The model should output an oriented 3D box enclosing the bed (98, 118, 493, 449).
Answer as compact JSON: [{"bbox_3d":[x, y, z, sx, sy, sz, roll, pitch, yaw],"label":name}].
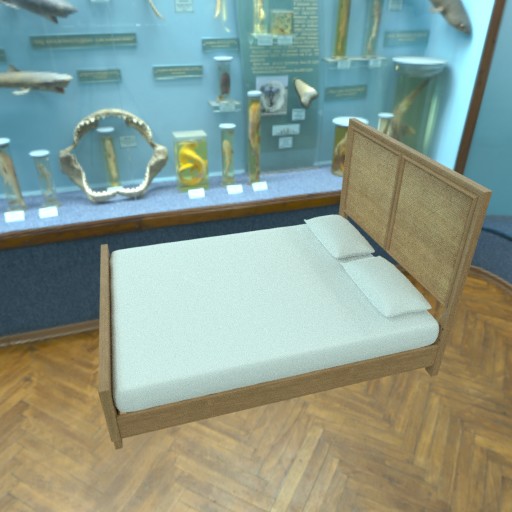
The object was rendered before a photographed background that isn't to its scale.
[{"bbox_3d":[0.000,0.000,3.144,2.184,1.387,1.606,-9,32,-14],"label":"bed"}]
